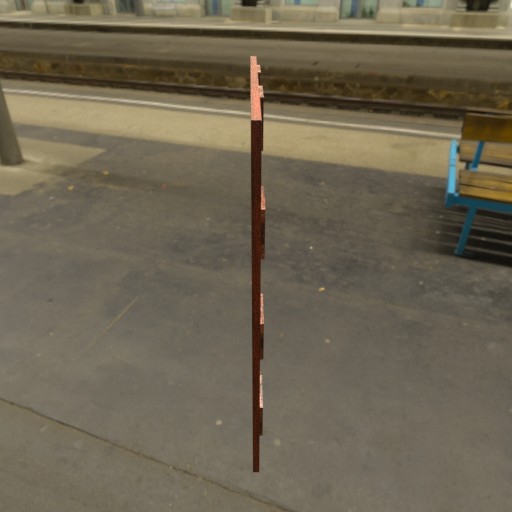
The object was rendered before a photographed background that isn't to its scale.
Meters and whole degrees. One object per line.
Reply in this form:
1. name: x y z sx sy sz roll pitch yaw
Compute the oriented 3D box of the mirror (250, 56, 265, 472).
1. mirror: 0.000 0.000 1.067 0.021 0.805 0.600 0 32 -1
